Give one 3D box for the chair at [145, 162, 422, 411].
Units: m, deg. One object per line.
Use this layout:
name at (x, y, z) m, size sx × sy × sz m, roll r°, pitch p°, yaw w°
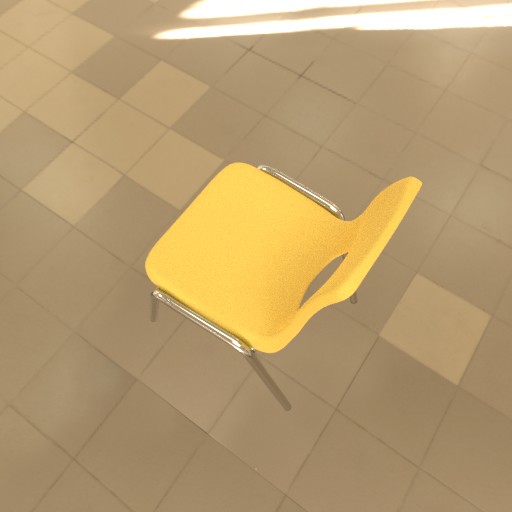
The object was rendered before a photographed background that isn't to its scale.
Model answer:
chair at (0.000, 0.000, 0.910) m, size 0.436 × 0.653 × 0.381 m, roll 32°, pitch 68°, yaw 14°
